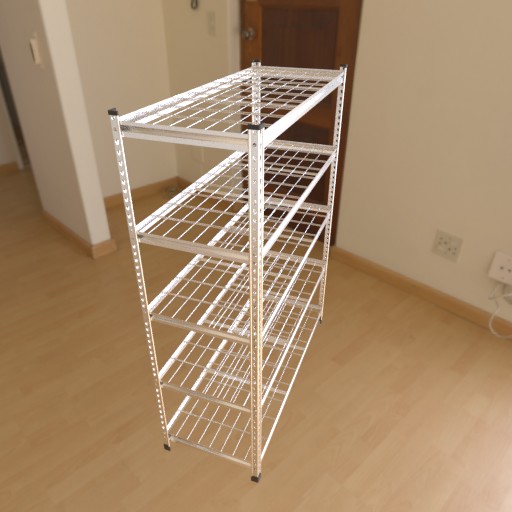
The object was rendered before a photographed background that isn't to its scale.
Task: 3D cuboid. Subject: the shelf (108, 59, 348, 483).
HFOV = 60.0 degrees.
[{"bbox_3d":[0.000,0.000,2.672,0.610,1.981,1.524,11,33,18],"label":"shelf"}]
